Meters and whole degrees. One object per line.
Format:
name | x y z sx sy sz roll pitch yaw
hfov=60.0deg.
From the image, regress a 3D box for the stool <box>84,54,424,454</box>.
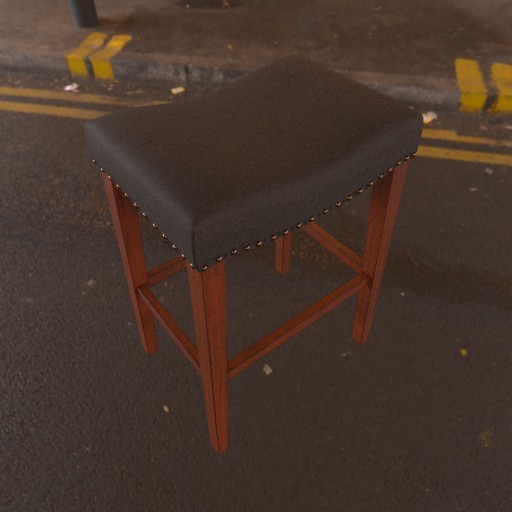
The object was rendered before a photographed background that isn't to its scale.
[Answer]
stool | 0.000 0.000 0.854 0.439 0.612 0.320 -29 52 -26
